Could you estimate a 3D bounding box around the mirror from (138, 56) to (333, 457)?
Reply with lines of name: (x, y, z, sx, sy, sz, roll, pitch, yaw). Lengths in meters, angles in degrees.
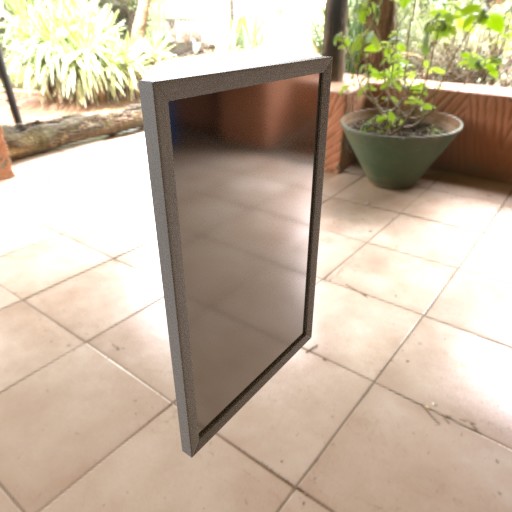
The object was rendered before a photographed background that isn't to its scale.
mirror: (0.000, 0.000, 1.156, 0.040, 0.915, 0.609, 20, 34, 32)
